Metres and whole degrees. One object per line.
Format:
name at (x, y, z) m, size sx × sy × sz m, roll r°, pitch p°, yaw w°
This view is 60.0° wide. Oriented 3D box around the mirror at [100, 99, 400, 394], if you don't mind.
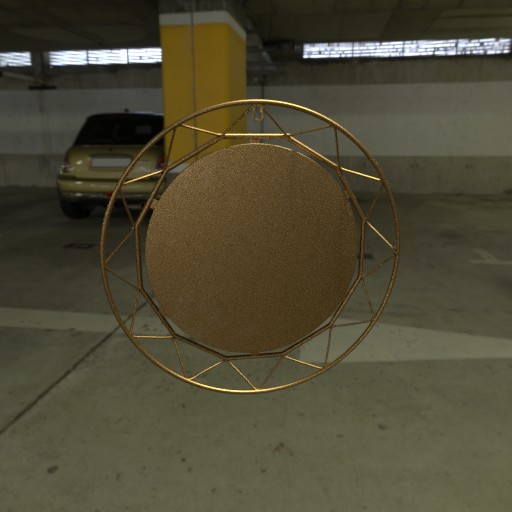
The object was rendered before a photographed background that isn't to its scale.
mirror at (0.000, 0.000, 0.683) m, size 0.454 × 0.454 × 0.043 m, roll -2°, pitch 15°, yaw -9°
